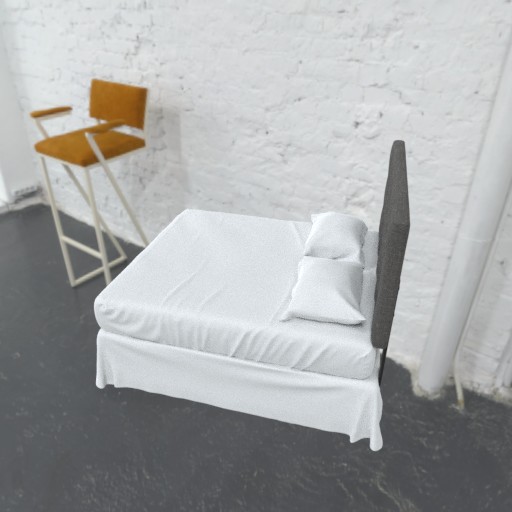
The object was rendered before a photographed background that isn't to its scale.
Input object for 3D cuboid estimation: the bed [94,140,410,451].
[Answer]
[{"bbox_3d":[0.000,0.000,3.521,2.222,1.577,1.936,8,31,13],"label":"bed"}]
